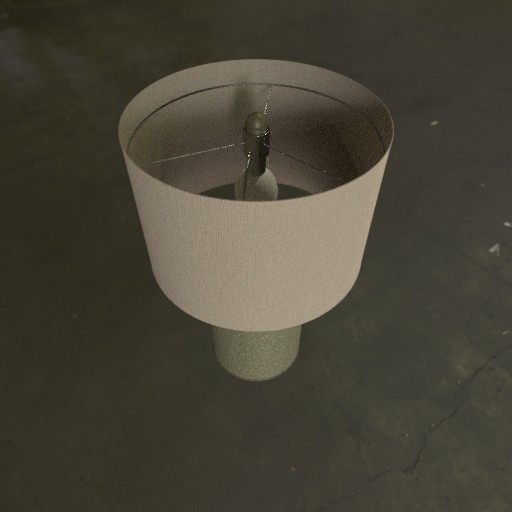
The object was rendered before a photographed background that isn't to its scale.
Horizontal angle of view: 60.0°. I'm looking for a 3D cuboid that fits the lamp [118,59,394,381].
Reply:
[{"bbox_3d":[0.000,0.000,0.696,0.318,0.486,0.318,0,46,0],"label":"lamp"}]
